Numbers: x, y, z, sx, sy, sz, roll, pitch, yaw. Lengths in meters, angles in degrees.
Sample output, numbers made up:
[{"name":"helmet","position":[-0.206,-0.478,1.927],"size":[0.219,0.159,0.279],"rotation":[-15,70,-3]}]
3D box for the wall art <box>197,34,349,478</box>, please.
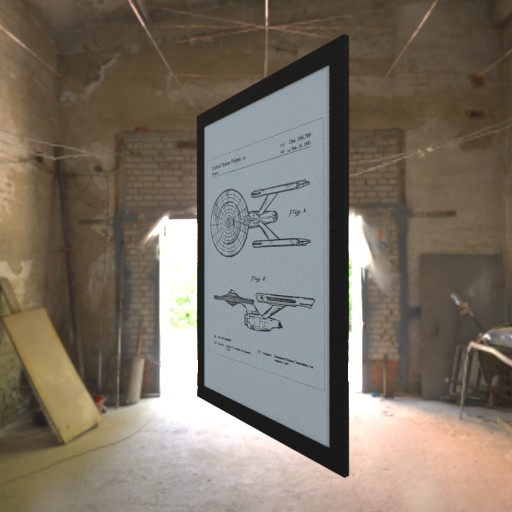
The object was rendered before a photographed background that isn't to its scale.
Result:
[{"name":"wall art","position":[0.000,0.000,0.686],"size":[0.008,0.530,0.379],"rotation":[0,0,-35]}]
